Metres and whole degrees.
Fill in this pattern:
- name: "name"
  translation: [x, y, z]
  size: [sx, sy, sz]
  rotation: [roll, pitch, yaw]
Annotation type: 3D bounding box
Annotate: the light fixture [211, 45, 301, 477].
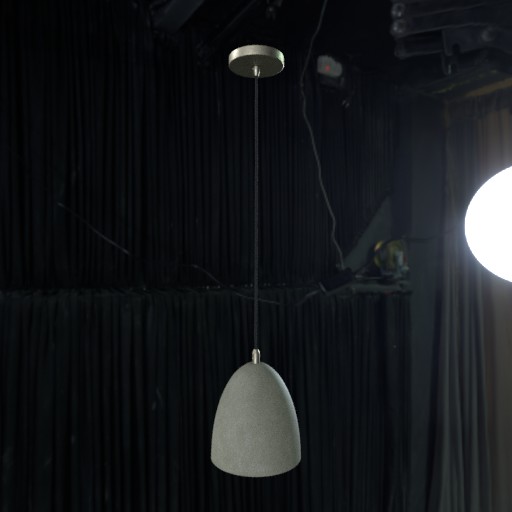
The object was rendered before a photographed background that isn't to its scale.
- name: "light fixture"
  translation: [0.000, 0.000, 0.848]
  size: [0.170, 0.759, 0.170]
  rotation: [0, -1, -36]
